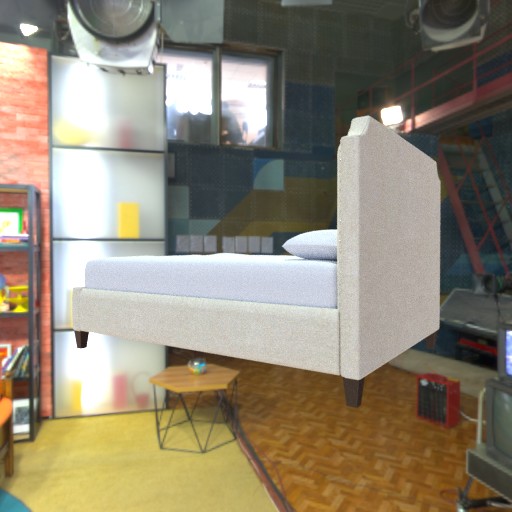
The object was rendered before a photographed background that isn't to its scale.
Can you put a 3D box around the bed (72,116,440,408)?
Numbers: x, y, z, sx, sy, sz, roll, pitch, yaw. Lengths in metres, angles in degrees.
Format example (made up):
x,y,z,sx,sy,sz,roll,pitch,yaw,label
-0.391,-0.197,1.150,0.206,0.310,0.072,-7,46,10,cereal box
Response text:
x,y,z,sx,sy,sz,roll,pitch,yaw,label
0.000,0.000,3.496,2.381,1.457,1.713,1,1,35,bed
